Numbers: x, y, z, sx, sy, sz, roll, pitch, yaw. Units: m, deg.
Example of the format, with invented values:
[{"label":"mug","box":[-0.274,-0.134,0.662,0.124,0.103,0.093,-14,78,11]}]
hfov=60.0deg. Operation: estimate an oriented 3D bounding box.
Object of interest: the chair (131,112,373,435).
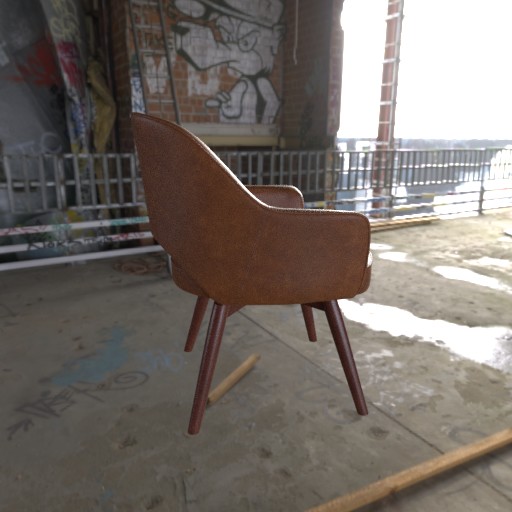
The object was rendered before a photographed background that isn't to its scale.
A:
[{"label":"chair","box":[0.000,0.000,1.266,0.640,0.777,0.591,-3,15,-10]}]
